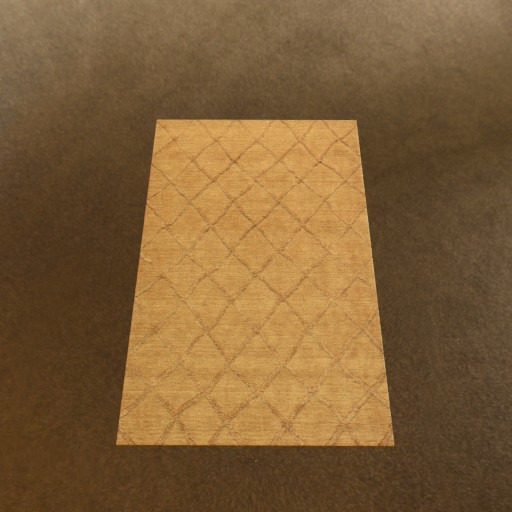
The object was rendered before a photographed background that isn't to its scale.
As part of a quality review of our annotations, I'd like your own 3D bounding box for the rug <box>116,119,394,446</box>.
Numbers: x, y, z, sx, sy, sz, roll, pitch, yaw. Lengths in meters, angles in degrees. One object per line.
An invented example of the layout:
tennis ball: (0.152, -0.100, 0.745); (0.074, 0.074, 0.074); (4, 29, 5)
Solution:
rug: (0.000, 0.000, 2.918); (1.528, 0.014, 2.292); (0, 65, 0)
